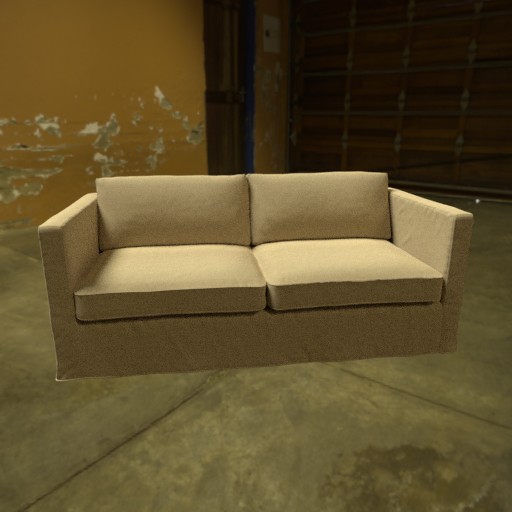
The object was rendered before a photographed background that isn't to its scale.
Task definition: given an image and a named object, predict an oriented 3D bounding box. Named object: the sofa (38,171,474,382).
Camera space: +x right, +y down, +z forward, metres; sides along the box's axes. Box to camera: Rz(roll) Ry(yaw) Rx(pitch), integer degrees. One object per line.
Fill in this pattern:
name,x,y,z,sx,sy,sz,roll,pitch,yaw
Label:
sofa,0.000,0.000,2.425,1.959,0.835,0.962,-2,17,-8
